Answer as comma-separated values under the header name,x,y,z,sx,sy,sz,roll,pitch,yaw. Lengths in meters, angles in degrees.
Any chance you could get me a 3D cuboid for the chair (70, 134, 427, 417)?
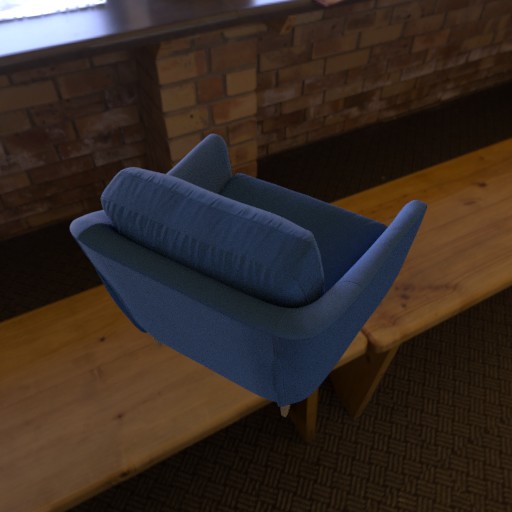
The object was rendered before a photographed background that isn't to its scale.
name,x,y,z,sx,sy,sz,roll,pitch,yaw
chair,0.000,0.000,1.677,0.987,0.899,0.961,23,51,20
